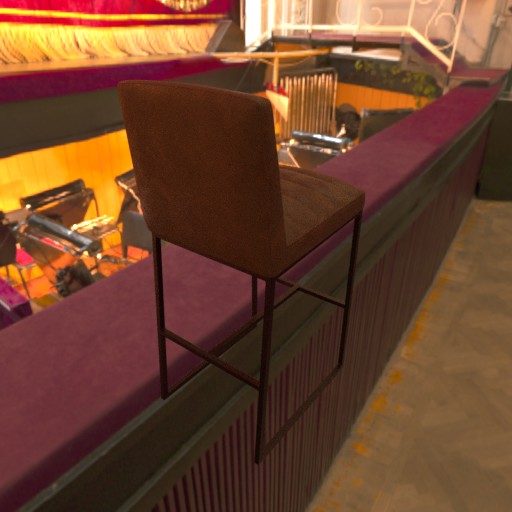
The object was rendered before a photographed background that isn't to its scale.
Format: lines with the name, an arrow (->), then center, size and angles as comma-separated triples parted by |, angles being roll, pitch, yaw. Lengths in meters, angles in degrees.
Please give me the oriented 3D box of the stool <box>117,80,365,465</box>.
stool -> 0.000, 0.000, 1.388 | 0.463, 1.065, 0.562 | 20, 35, 33
